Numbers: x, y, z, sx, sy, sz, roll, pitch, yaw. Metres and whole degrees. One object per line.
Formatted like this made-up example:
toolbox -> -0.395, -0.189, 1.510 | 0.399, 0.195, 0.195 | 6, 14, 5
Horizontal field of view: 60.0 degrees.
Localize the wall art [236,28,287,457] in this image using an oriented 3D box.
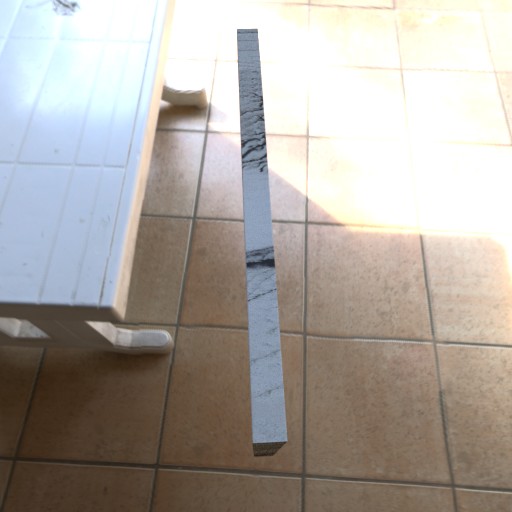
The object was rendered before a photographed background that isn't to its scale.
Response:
wall art -> 0.000, 0.000, 0.757 | 0.035, 0.407, 0.613 | -2, 64, -1
